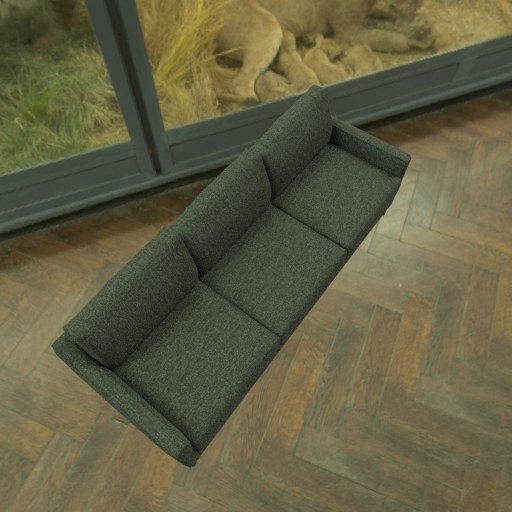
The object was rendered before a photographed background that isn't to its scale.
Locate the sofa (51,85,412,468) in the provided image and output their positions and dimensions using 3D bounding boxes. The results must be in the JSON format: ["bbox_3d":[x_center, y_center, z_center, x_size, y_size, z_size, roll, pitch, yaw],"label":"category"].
[{"bbox_3d":[0.000,0.000,2.653,0.876,0.879,2.253,33,65,18],"label":"sofa"}]
